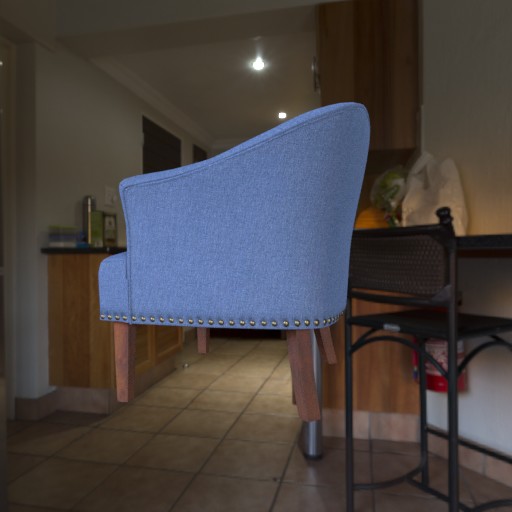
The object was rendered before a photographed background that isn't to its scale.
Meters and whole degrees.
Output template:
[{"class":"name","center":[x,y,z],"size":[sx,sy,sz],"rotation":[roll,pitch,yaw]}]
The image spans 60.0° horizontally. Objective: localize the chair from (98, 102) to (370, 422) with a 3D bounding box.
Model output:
[{"class":"chair","center":[0.000,0.000,1.423],"size":[0.704,0.815,0.798],"rotation":[0,1,15]}]
